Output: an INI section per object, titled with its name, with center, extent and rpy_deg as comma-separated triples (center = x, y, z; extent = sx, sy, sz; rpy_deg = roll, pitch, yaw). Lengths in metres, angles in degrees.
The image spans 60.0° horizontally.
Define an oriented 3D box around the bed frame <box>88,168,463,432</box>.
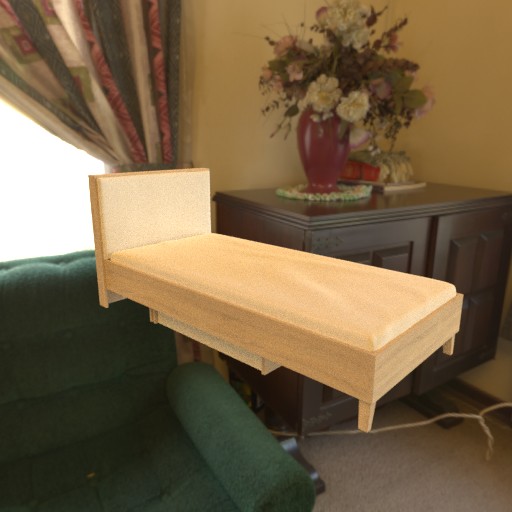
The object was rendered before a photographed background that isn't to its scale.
[bed frame]
center = 0.000, 0.000, 2.709
extent = 2.140, 0.920, 0.990
rpy_deg = 13, 20, 41
